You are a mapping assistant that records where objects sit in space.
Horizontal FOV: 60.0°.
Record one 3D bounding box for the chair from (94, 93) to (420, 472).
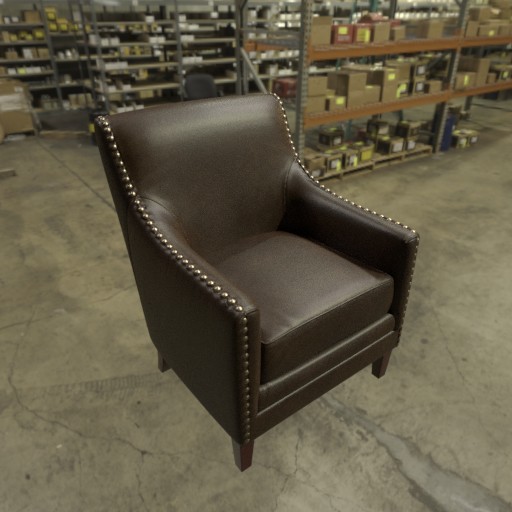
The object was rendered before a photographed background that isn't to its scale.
[{"bbox_3d":[0.000,0.000,1.334,0.639,0.813,0.704,-21,36,-32],"label":"chair"}]
